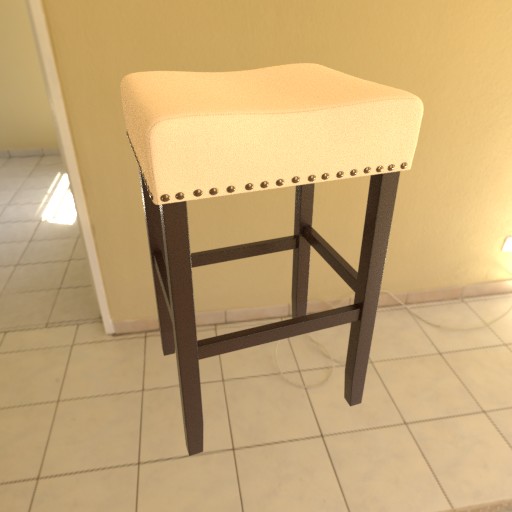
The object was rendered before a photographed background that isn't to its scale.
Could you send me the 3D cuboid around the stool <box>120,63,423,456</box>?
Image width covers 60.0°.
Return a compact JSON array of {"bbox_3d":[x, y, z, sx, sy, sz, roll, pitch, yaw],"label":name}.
[{"bbox_3d":[0.000,0.000,1.020,0.471,0.762,0.401,-10,33,-17],"label":"stool"}]
